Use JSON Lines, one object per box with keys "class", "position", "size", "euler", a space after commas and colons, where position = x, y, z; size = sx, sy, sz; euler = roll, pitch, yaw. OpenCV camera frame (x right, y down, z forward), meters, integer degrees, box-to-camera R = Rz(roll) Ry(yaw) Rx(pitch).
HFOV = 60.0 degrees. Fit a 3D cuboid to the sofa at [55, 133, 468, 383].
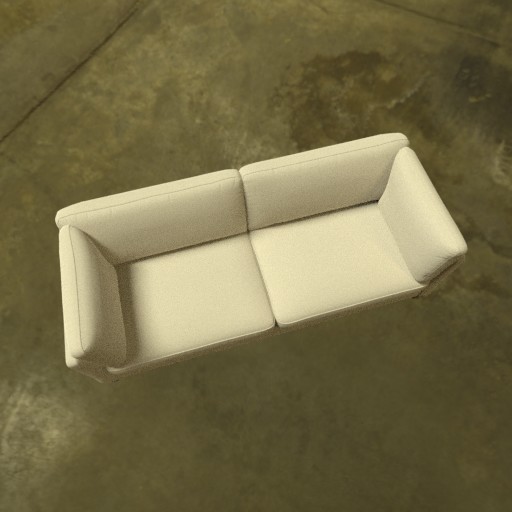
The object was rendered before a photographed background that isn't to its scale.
{"class": "sofa", "position": [0.000, 0.000, 2.805], "size": [2.301, 0.863, 0.957], "euler": [-14, 64, -7]}
